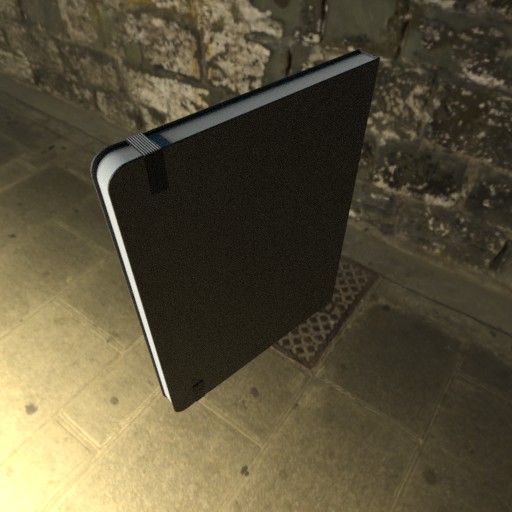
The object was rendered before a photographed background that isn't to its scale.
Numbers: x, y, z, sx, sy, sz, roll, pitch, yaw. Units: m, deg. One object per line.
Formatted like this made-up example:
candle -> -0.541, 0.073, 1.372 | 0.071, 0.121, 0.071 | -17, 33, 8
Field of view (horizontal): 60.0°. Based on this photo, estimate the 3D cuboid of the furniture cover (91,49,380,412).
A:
furniture cover -> 0.000, 0.000, 0.374 | 0.216, 0.281, 0.023 | -31, 54, -27
